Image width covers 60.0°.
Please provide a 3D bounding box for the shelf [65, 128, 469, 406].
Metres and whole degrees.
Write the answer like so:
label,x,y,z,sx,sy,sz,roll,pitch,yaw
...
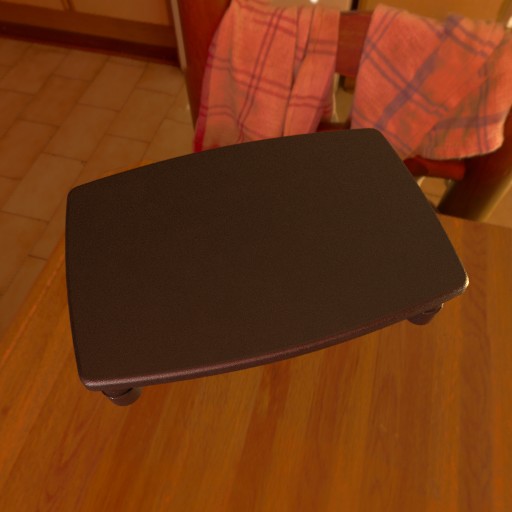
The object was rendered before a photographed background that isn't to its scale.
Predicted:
label,x,y,z,sx,sy,sz,roll,pitch,yaw
shelf,0.000,0.000,0.525,0.410,0.100,0.280,-13,59,-8
